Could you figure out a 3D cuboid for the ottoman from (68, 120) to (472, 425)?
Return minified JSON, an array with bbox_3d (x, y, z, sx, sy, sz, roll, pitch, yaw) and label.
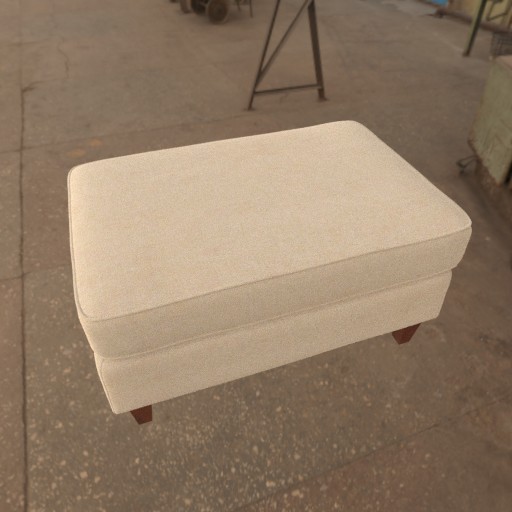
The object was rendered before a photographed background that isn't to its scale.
[{"bbox_3d":[0.000,0.000,1.199,0.862,0.484,0.583,-13,43,-14],"label":"ottoman"}]
